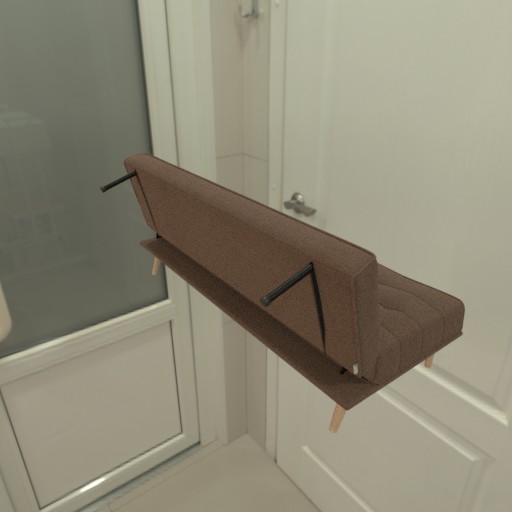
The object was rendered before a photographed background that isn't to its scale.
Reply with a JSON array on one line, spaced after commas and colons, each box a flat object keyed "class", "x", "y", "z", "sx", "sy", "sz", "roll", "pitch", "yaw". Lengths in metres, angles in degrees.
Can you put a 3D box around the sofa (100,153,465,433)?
[{"class": "sofa", "x": 0.000, "y": 0.000, "z": 2.322, "sx": 1.038, "sy": 0.810, "sz": 1.820, "roll": -19, "pitch": 32, "yaw": -33}]
